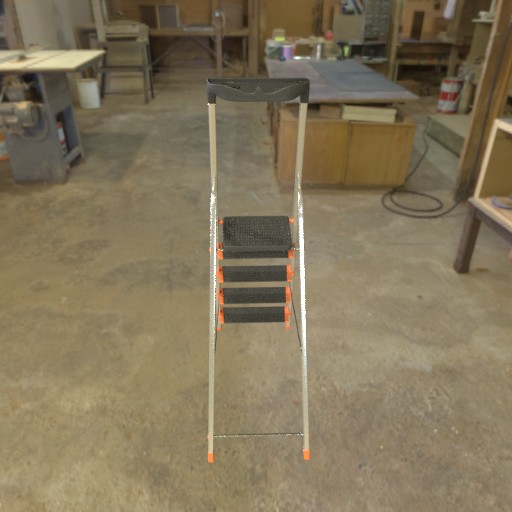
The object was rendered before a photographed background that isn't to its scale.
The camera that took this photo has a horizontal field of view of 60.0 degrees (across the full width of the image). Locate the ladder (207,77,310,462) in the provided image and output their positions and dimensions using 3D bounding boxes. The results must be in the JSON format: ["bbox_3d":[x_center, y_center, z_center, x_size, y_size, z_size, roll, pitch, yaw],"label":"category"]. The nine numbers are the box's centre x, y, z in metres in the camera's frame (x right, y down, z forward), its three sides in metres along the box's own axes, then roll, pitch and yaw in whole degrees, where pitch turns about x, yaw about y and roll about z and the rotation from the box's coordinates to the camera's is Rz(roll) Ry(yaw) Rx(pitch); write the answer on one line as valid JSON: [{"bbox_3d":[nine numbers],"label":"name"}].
[{"bbox_3d":[0.000,0.000,2.096,0.480,1.646,0.995,-1,30,-2],"label":"ladder"}]
